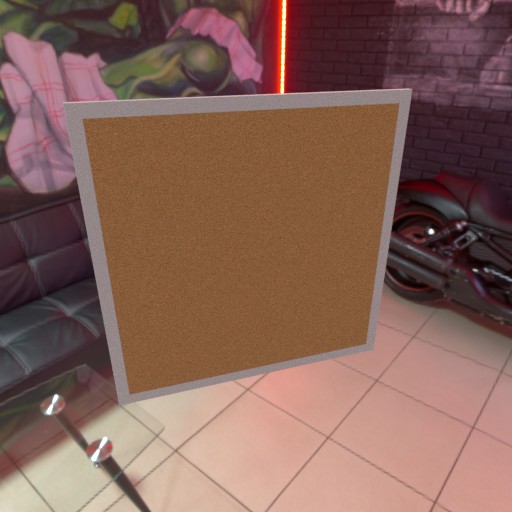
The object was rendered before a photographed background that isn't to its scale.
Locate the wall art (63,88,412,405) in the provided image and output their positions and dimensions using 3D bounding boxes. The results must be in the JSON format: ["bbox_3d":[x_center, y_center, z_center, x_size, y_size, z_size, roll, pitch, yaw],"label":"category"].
[{"bbox_3d":[0.000,0.000,0.664,0.456,0.457,0.009,-8,28,-16],"label":"wall art"}]
